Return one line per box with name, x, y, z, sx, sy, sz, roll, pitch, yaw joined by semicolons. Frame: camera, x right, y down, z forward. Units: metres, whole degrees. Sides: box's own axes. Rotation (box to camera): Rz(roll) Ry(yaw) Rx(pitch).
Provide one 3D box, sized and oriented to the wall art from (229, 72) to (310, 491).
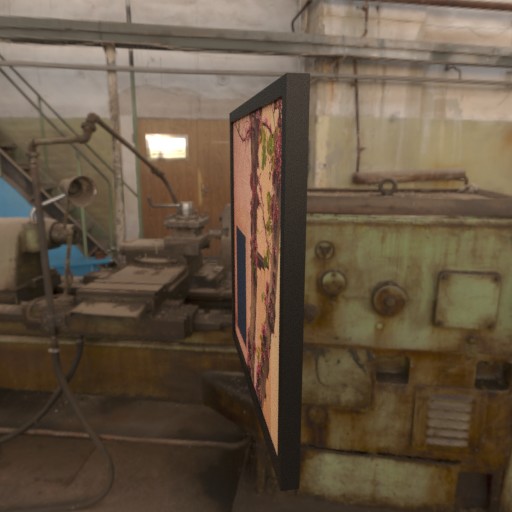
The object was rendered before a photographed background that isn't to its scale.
wall art;0.000;0.000;1.142;0.038;0.762;0.762;-2;13;-10
